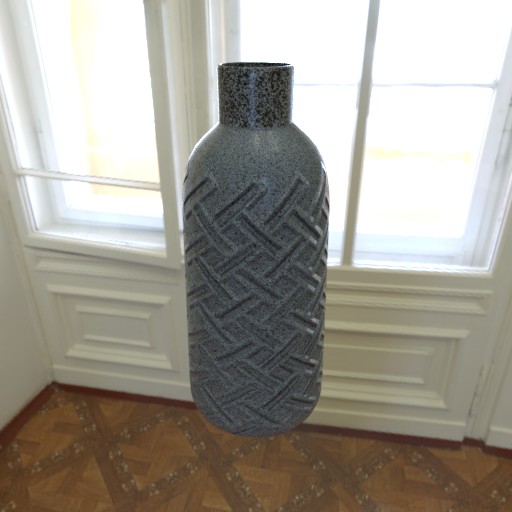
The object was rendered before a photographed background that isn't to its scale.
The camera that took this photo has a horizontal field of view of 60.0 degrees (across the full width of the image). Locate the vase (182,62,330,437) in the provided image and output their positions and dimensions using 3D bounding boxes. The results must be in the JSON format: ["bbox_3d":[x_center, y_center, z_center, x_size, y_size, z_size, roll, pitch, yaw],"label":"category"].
[{"bbox_3d":[0.000,0.000,0.355,0.122,0.282,0.122,0,27,0],"label":"vase"}]
